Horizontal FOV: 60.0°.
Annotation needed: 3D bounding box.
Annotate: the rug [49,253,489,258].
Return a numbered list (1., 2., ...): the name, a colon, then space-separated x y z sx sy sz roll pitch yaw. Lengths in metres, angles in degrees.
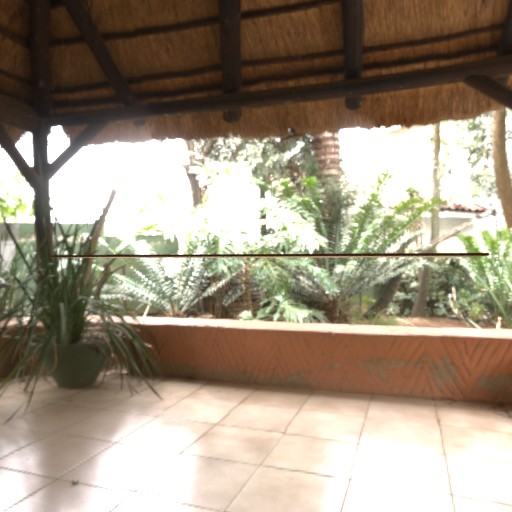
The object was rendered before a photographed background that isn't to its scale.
1. rug: 0.000 0.000 2.708 2.439 0.017 0.764 0 -1 18
